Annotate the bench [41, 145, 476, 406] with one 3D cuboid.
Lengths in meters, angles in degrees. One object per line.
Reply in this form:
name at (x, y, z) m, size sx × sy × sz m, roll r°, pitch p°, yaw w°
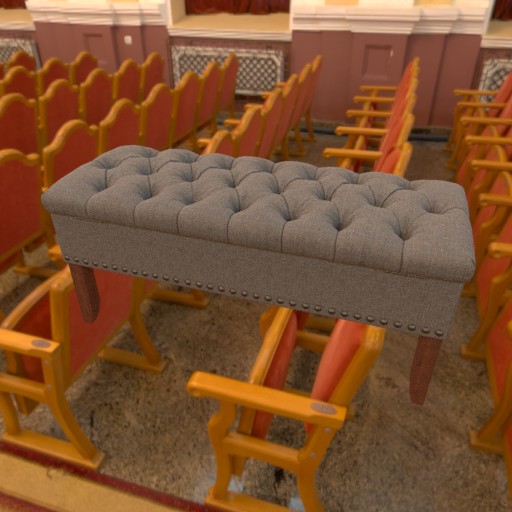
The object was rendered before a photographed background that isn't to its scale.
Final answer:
bench at (0.000, 0.000, 1.279) m, size 1.052 × 0.470 × 0.417 m, roll 10°, pitch 34°, yaw 15°
